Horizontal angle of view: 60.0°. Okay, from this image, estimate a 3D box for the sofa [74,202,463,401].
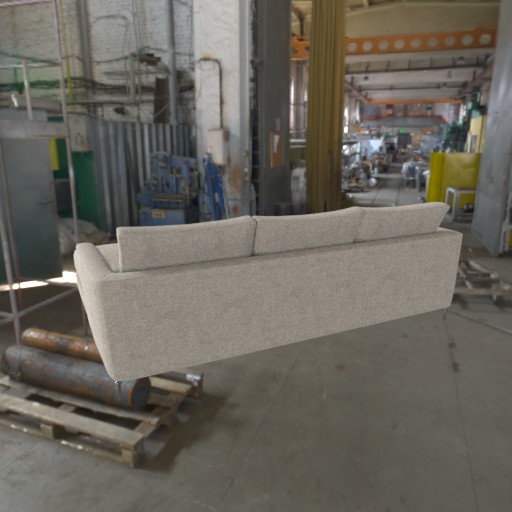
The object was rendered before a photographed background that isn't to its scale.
[{"bbox_3d":[0.000,0.000,3.246,2.438,0.864,1.626,-7,17,-25],"label":"sofa"}]
